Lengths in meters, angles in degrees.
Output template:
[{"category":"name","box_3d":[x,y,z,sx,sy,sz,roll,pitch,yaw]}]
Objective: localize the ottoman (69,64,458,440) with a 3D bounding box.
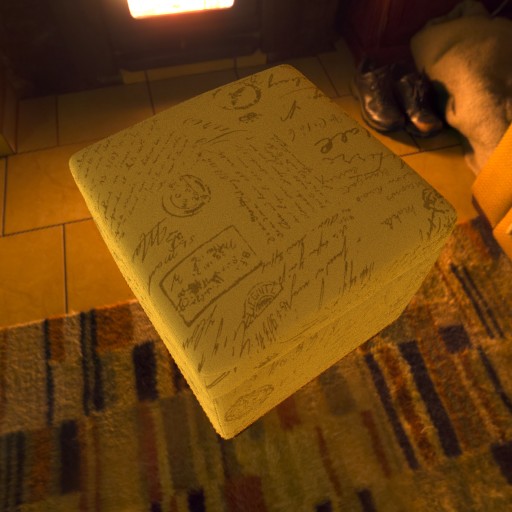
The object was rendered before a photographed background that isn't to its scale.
[{"category":"ottoman","box_3d":[0.000,0.000,0.842,0.449,0.457,0.450,-30,63,-18]}]
